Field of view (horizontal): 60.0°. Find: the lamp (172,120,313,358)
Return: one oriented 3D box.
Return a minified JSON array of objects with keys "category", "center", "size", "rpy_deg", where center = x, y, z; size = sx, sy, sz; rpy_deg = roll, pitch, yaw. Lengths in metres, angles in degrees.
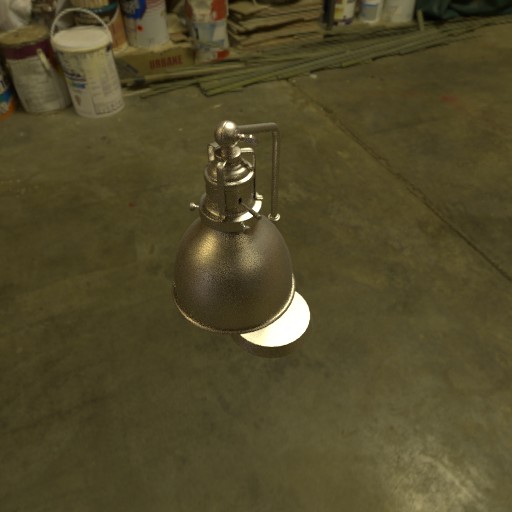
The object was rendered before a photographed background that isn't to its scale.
[{"category":"lamp","center":[0.000,0.000,0.593],"size":[0.153,0.456,0.286],"rpy_deg":[16,47,16]}]
